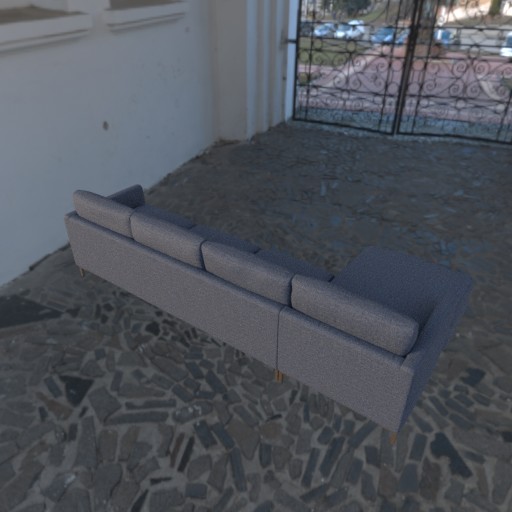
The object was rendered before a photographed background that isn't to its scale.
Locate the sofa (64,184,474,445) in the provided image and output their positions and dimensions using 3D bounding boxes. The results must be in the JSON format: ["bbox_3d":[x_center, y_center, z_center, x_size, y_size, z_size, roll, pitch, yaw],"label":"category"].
[{"bbox_3d":[0.000,0.000,2.861,2.445,0.673,1.125,21,38,29],"label":"sofa"}]
